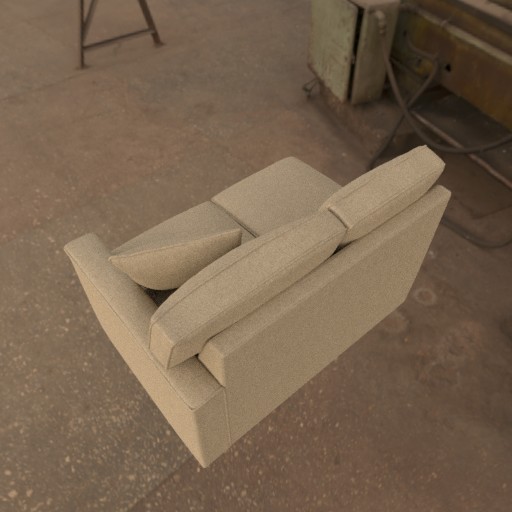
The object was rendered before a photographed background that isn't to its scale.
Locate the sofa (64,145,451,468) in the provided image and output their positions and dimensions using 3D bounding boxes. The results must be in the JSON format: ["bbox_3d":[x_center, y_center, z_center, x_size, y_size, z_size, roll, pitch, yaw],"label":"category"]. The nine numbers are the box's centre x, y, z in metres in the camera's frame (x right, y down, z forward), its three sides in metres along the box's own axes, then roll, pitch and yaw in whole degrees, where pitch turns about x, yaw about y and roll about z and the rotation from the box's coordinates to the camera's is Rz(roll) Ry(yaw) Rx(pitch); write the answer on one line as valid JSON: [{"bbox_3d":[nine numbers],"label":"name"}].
[{"bbox_3d":[0.000,0.000,2.071,1.388,0.989,0.991,-32,55,-26],"label":"sofa"}]
